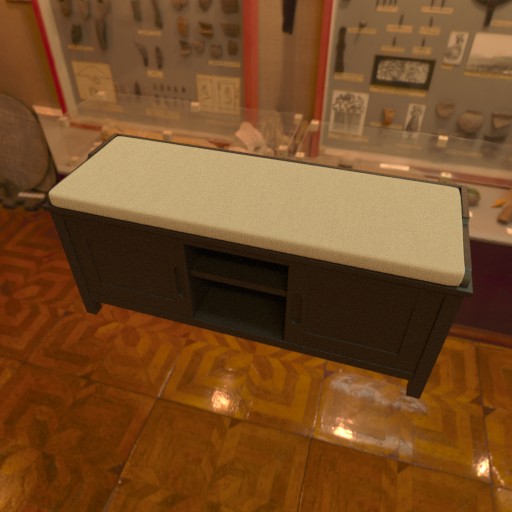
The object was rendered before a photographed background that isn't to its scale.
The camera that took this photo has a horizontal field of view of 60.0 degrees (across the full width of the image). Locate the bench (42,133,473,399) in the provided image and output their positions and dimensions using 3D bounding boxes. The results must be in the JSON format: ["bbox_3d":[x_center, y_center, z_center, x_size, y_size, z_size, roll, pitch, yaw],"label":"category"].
[{"bbox_3d":[0.000,0.000,1.394,1.140,0.501,0.398,12,42,13],"label":"bench"}]
